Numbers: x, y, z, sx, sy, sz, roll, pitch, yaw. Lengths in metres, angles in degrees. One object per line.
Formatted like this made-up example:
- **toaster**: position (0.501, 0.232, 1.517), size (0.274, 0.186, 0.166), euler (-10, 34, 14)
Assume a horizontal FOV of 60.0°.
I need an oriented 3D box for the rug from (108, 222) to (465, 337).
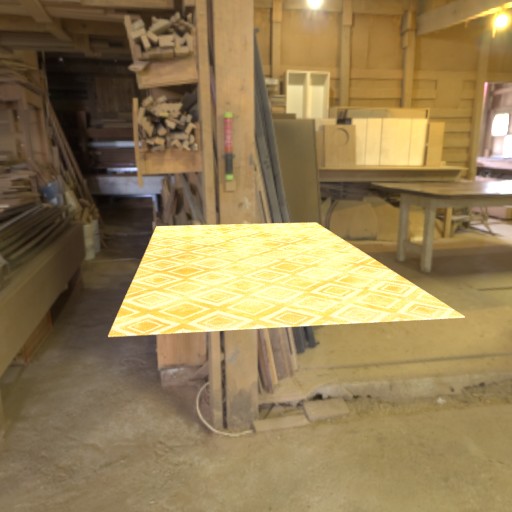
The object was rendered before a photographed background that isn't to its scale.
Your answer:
- **rug**: position (0.000, 0.000, 3.001), size (1.511, 0.010, 2.424), euler (-2, 14, -8)
